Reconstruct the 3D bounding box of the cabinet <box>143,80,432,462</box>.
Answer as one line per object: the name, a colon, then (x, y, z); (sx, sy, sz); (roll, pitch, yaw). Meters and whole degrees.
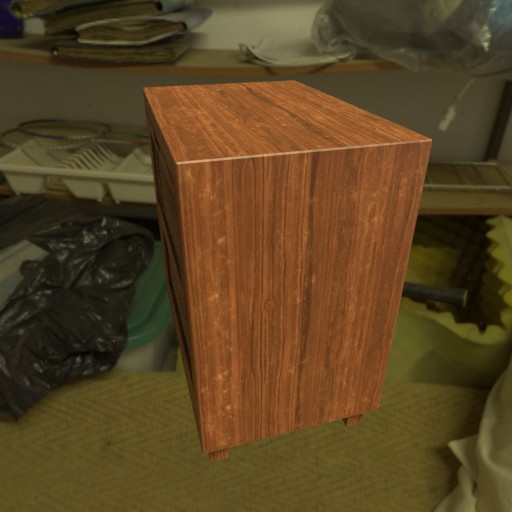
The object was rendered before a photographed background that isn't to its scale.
cabinet: (0.000, 0.000, 1.072); (0.410, 0.695, 0.607); (-8, 31, -14)
